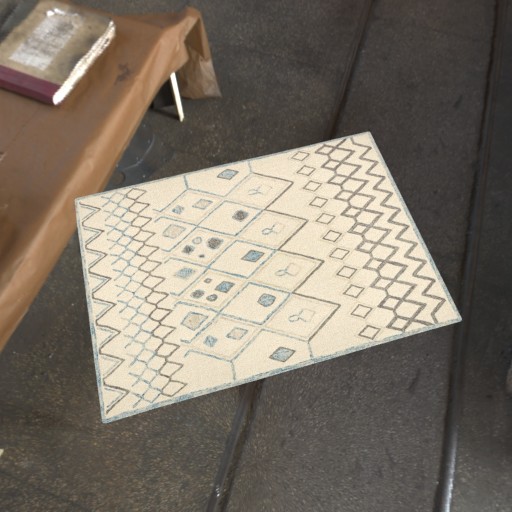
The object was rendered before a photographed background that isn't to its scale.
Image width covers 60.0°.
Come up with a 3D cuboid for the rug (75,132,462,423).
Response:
[{"bbox_3d":[0.000,0.000,2.399,1.820,0.009,1.260,-14,66,-7],"label":"rug"}]
